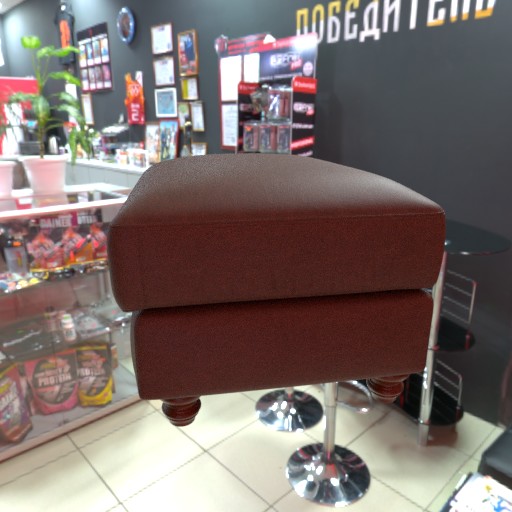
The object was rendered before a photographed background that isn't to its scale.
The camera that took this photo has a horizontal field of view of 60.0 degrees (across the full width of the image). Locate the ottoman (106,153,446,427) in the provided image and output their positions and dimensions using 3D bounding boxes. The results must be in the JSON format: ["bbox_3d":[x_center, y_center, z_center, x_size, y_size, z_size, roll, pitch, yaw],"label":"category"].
[{"bbox_3d":[0.000,0.000,1.163,0.635,0.508,0.787,-3,17,-10],"label":"ottoman"}]
